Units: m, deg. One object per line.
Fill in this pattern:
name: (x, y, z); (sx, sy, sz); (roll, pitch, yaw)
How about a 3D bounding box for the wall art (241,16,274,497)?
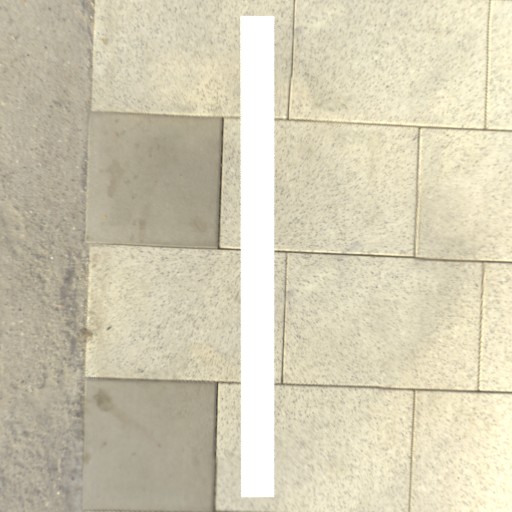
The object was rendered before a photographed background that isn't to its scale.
wall art: (0.000, 0.000, 0.767); (0.042, 0.414, 0.608); (0, 91, -1)
